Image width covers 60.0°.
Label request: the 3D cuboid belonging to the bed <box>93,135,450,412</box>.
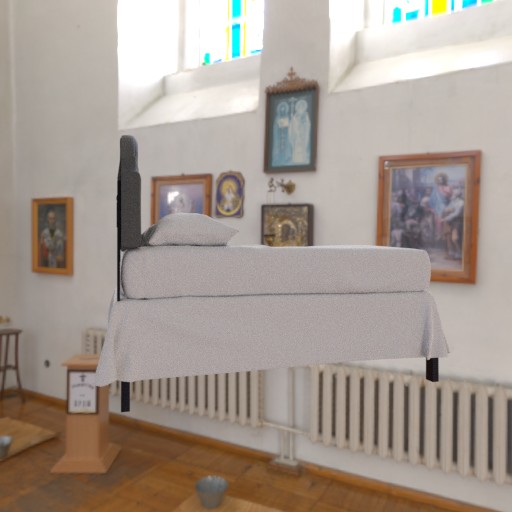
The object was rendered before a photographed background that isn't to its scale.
[{"bbox_3d":[0.000,0.000,3.350,2.222,1.634,1.780,0,0,-17],"label":"bed"}]
